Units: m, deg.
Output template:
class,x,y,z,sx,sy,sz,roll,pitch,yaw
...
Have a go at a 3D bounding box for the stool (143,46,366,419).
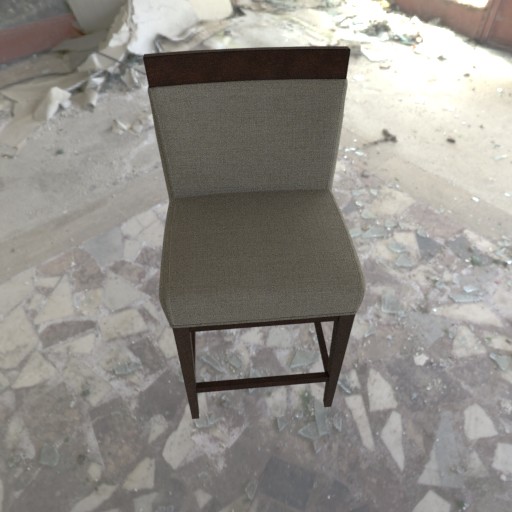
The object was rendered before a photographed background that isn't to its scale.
class,x,y,z,sx,sy,sz,roll,pitch,yaw
stool,0.000,0.000,1.307,0.512,1.009,0.531,-4,47,-4
